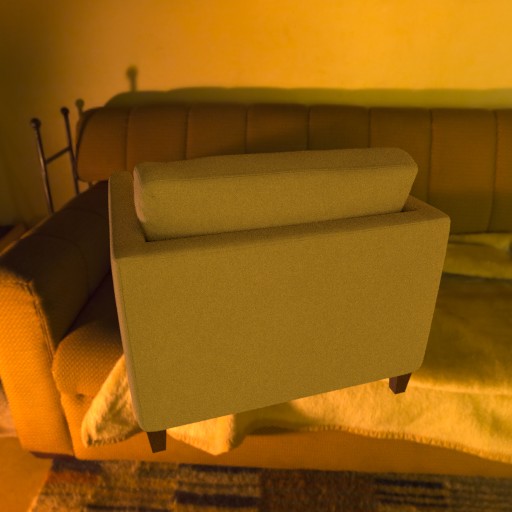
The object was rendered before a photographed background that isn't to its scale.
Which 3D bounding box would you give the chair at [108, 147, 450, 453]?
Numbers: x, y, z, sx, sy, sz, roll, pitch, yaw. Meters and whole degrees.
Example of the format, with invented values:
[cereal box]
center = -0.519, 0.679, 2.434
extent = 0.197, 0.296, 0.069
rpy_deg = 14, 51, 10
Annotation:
[chair]
center = 0.000, 0.000, 1.827
extent = 1.107, 0.961, 0.959
rpy_deg = -8, 27, -15
